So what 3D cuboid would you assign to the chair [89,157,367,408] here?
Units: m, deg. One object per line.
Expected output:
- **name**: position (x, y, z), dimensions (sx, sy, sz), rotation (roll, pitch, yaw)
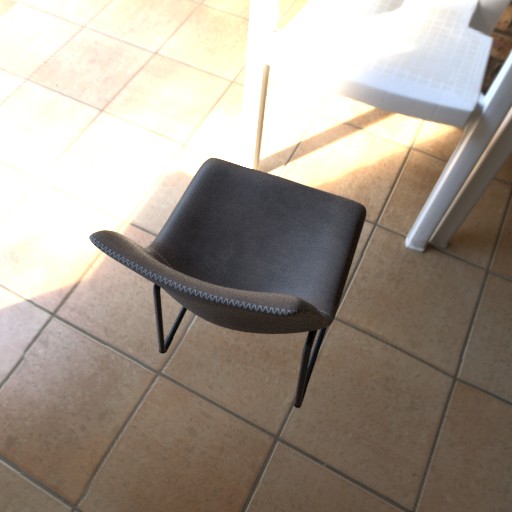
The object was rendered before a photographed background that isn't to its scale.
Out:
- **chair**: position (0.000, 0.000, 1.085), dimensions (0.460, 0.780, 0.550), rotation (19, 64, 10)
